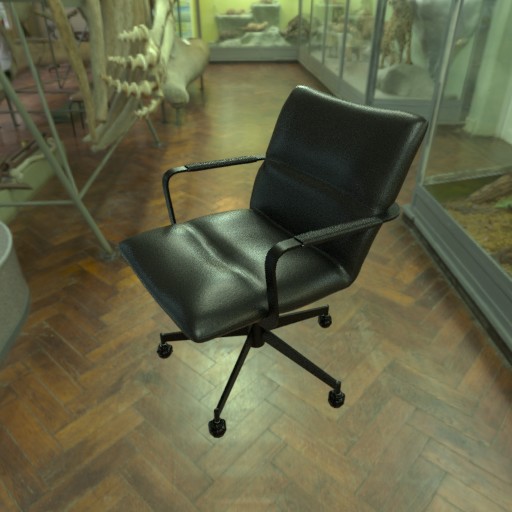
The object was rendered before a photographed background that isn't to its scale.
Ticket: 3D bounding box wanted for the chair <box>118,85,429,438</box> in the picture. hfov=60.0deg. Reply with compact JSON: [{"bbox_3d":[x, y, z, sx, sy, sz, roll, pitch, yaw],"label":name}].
[{"bbox_3d":[0.000,0.000,1.445,0.748,0.922,0.719,-19,36,-28],"label":"chair"}]
